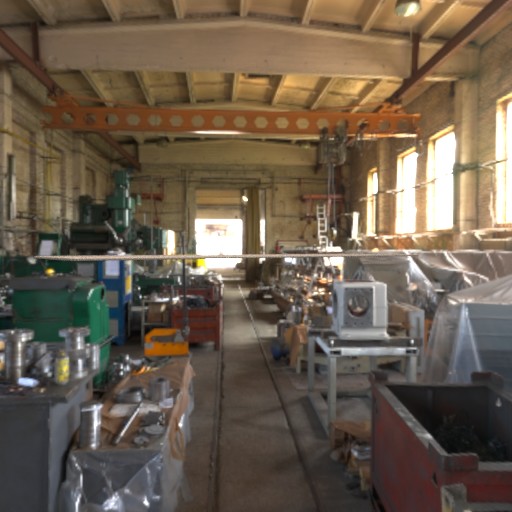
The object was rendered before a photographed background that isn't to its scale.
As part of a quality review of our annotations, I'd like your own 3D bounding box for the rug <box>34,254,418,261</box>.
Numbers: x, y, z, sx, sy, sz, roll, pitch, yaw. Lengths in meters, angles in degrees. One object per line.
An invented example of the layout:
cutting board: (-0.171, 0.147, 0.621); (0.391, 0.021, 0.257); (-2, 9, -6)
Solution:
rug: (0.000, 0.000, 2.837); (2.448, 0.012, 0.769); (-1, 1, -37)
